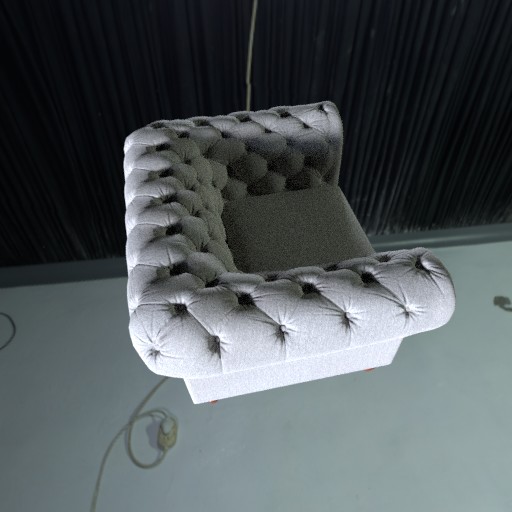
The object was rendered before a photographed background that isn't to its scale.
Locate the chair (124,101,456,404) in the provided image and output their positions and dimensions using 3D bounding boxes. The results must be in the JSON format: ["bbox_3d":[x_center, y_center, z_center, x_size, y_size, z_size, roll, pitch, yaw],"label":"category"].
[{"bbox_3d":[0.000,0.000,1.884,0.976,0.770,1.270,-9,47,-8],"label":"chair"}]
